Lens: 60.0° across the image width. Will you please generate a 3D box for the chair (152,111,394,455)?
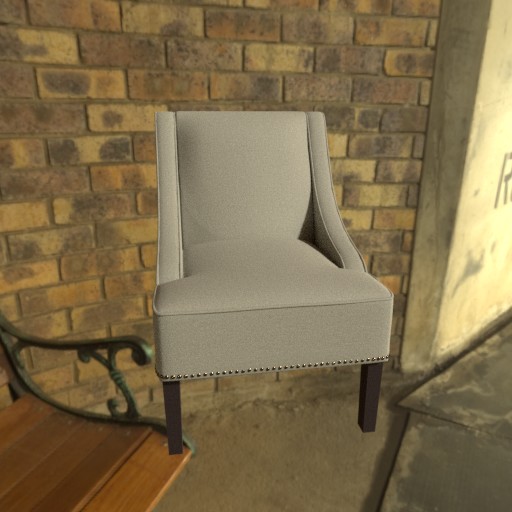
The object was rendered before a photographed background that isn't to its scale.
[{"bbox_3d":[0.000,0.000,1.386,0.610,0.864,0.737,-3,18,-9],"label":"chair"}]
